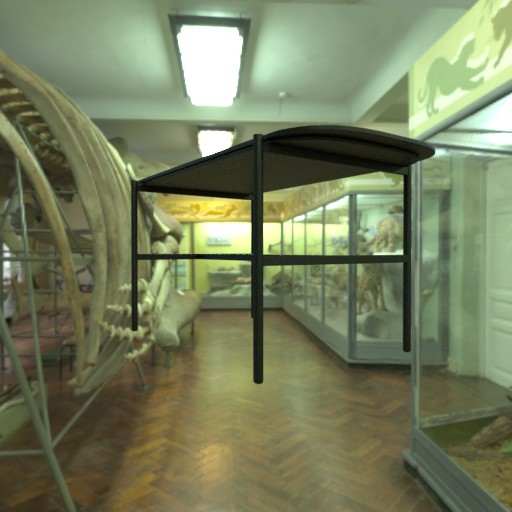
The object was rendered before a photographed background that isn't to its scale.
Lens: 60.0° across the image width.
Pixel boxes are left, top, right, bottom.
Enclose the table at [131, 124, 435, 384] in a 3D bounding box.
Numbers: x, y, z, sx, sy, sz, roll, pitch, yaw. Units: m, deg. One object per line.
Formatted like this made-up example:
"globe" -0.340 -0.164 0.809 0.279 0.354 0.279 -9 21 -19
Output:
"table" 0.000 0.000 1.048 0.400 0.400 0.800 0 1 -35
